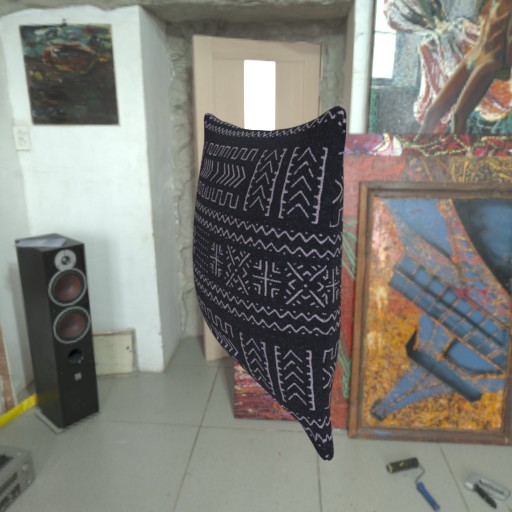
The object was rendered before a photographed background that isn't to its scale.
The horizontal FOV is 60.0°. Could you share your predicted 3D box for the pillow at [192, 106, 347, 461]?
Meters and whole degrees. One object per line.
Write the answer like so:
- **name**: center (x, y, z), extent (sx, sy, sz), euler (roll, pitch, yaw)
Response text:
- **pillow**: center (0.000, 0.000, 0.682), extent (0.164, 0.430, 0.438), euler (-7, 18, -23)
